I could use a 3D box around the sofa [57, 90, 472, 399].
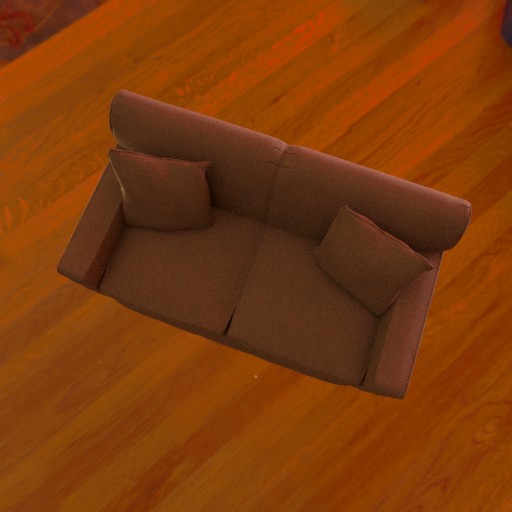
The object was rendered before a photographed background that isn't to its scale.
[{"bbox_3d":[0.000,0.000,2.434,1.846,0.958,1.000,19,76,5],"label":"sofa"}]
